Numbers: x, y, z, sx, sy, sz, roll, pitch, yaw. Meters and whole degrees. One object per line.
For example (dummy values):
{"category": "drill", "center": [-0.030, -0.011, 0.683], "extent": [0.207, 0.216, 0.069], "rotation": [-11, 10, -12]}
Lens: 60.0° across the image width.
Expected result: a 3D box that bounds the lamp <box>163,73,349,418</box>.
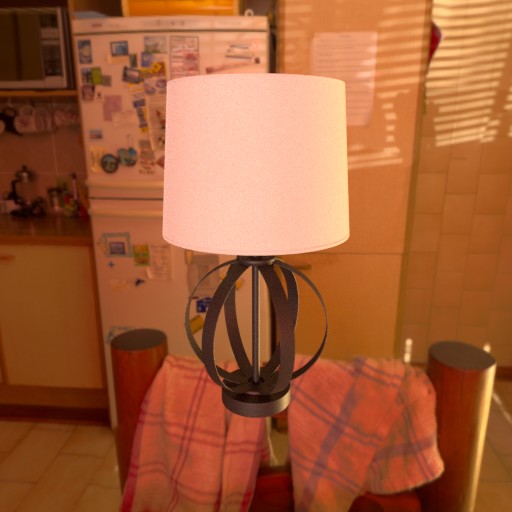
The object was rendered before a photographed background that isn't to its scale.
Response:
{"category": "lamp", "center": [0.000, 0.000, 0.705], "extent": [0.286, 0.510, 0.286], "rotation": [0, 15, 0]}
